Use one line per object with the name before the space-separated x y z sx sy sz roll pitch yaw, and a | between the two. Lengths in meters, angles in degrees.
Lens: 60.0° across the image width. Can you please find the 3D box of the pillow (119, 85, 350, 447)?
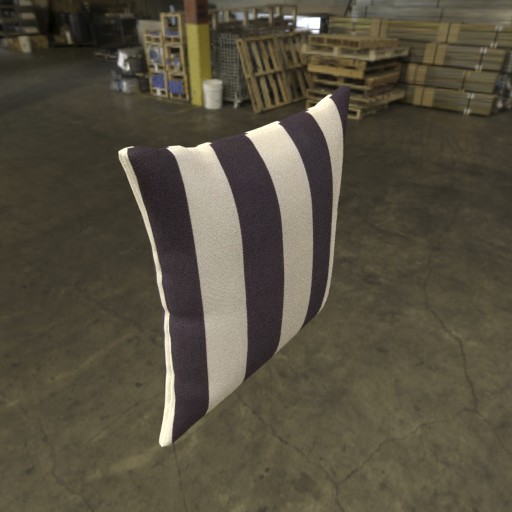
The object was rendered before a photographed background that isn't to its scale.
pillow | 0.000 0.000 0.814 0.189 0.526 0.536 23 38 32
